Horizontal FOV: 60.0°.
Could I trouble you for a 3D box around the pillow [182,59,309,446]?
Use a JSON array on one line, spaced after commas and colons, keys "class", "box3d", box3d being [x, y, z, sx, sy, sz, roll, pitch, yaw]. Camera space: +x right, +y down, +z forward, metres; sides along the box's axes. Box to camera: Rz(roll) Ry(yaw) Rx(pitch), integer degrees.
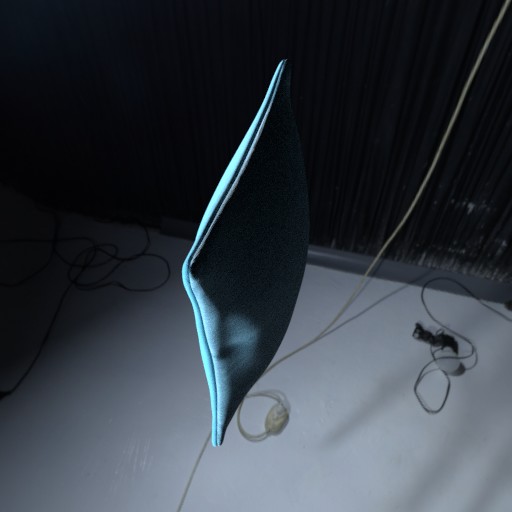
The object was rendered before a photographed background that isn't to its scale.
[{"class": "pillow", "box3d": [0.000, 0.000, 0.665, 0.151, 0.415, 0.433, 10, 48, 9]}]
